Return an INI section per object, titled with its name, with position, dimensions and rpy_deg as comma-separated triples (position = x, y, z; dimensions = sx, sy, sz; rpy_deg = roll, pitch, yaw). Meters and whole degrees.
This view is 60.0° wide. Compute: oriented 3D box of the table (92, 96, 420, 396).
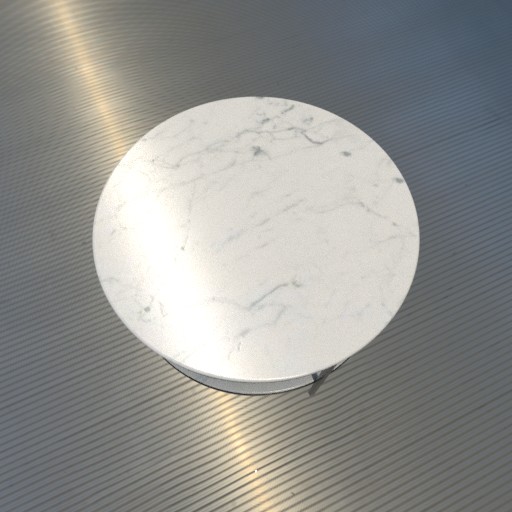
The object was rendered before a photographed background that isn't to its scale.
[table]
position = 0.000, 0.000, 1.297
dimensions = 0.800, 0.450, 0.800
rpy_deg = 0, 64, 0
